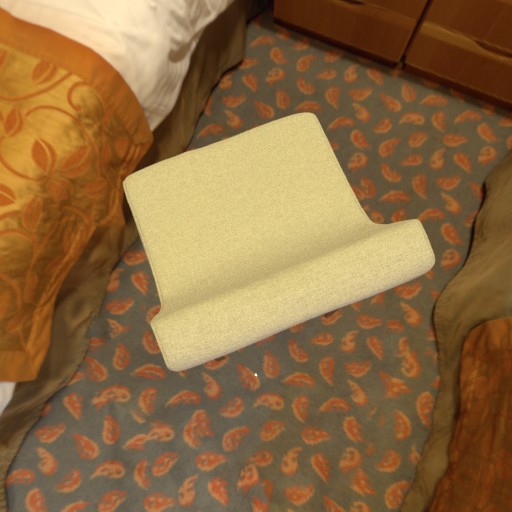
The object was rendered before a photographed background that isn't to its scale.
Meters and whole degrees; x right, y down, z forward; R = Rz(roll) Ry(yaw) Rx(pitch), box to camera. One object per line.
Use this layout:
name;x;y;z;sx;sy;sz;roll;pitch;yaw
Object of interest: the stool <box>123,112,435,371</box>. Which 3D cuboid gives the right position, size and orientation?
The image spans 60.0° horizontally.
stool;0.000;0.000;1.238;0.511;0.937;0.500;-21;76;-6
